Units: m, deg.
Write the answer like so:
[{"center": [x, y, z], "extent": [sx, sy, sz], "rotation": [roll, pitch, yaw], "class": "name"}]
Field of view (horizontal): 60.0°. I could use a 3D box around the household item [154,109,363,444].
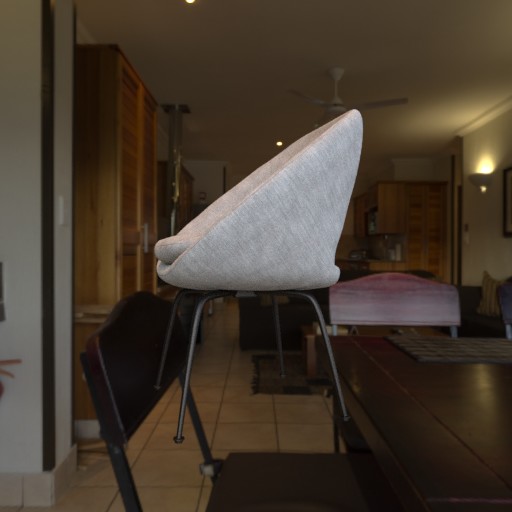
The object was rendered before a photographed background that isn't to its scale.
[{"center": [0.000, 0.000, 1.333], "extent": [0.587, 0.869, 0.643], "rotation": [0, 0, -19], "class": "household item"}]
